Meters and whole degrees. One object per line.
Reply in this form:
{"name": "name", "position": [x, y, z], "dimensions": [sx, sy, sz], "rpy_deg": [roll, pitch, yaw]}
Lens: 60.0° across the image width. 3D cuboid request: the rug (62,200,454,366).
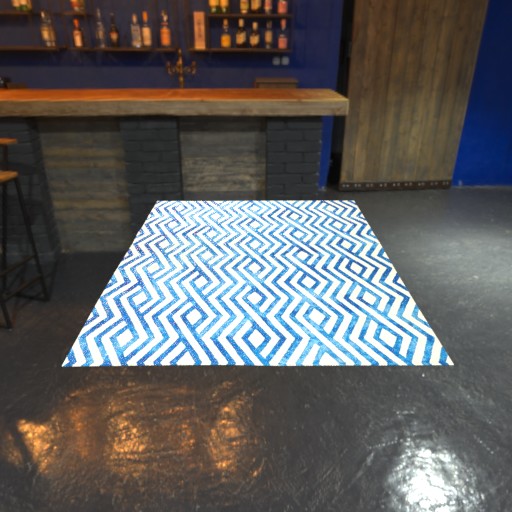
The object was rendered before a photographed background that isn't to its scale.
{"name": "rug", "position": [0.000, 0.000, 4.127], "dimensions": [2.453, 0.008, 3.059], "rpy_deg": [0, 27, 0]}
